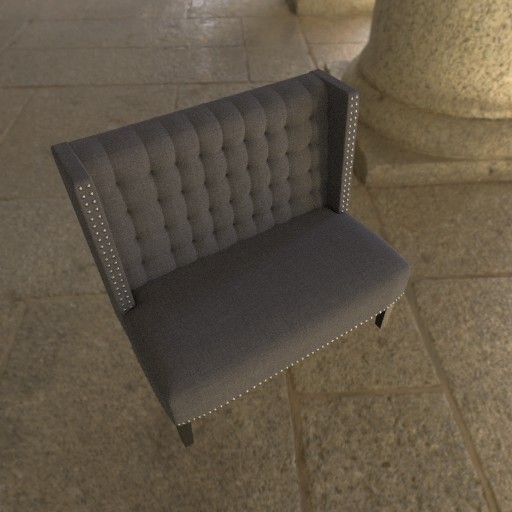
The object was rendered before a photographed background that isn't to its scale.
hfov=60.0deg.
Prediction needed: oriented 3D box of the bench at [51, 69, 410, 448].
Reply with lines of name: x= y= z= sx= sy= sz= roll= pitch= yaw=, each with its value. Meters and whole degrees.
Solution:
bench: x=0.000 y=0.000 z=2.002 sx=1.276 sy=1.121 sz=0.842 roll=-25 pitch=51 yaw=-22
